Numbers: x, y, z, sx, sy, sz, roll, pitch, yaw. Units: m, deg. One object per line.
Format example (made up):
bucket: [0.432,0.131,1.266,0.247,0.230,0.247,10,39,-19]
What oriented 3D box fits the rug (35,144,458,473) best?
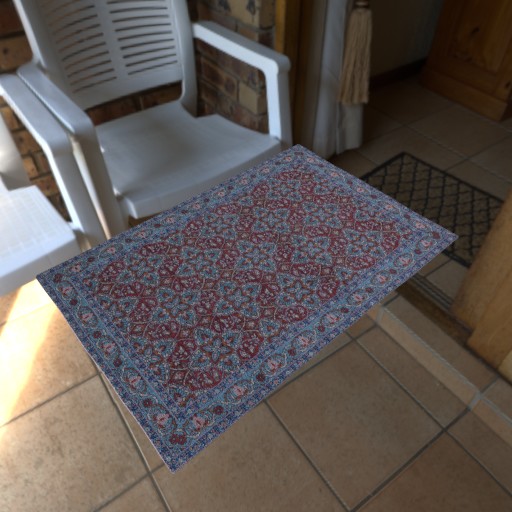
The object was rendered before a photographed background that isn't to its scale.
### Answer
rug: [0.000,0.000,2.277,1.829,0.009,1.219,-32,54,-27]
